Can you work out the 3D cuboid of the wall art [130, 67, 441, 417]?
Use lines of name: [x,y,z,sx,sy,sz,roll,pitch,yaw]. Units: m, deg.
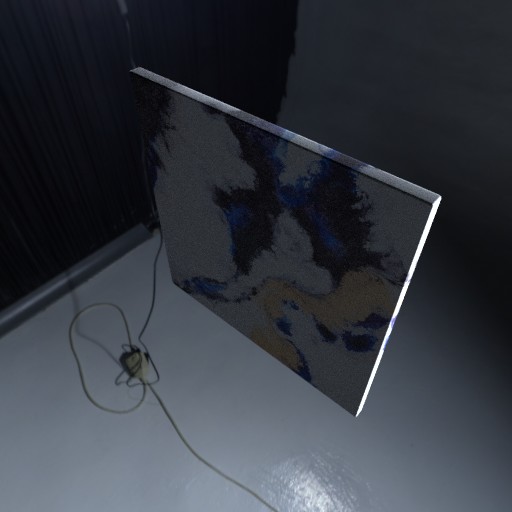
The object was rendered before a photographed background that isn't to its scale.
wall art: [0.000,0.000,1.337,0.887,0.885,0.038,32,53,27]
